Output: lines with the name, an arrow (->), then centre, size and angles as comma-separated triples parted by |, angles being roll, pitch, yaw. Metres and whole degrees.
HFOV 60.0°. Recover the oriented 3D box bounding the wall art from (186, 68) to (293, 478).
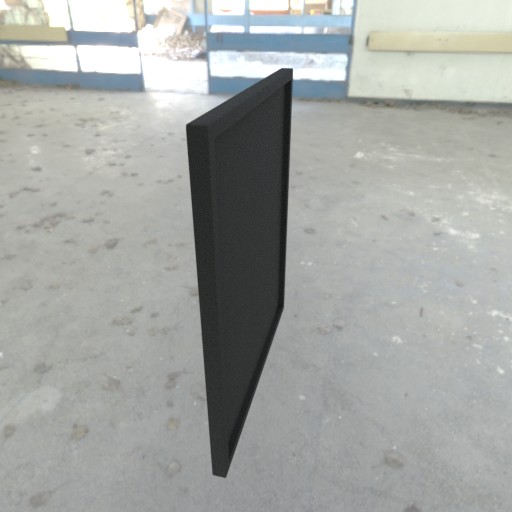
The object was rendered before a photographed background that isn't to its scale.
wall art -> 0.000, 0.000, 0.707 | 0.021, 0.508, 0.432 | 7, 30, 13
